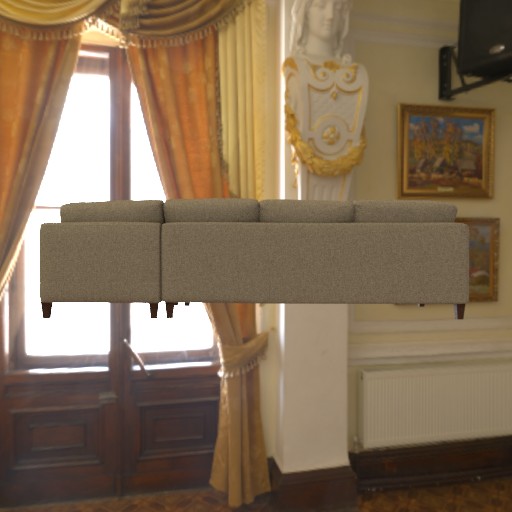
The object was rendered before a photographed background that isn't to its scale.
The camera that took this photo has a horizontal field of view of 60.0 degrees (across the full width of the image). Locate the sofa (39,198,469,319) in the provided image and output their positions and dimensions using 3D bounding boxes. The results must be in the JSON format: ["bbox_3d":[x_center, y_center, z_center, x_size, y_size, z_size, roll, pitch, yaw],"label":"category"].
[{"bbox_3d":[0.000,0.000,4.602,3.302,0.947,2.593,0,0,1],"label":"sofa"}]
